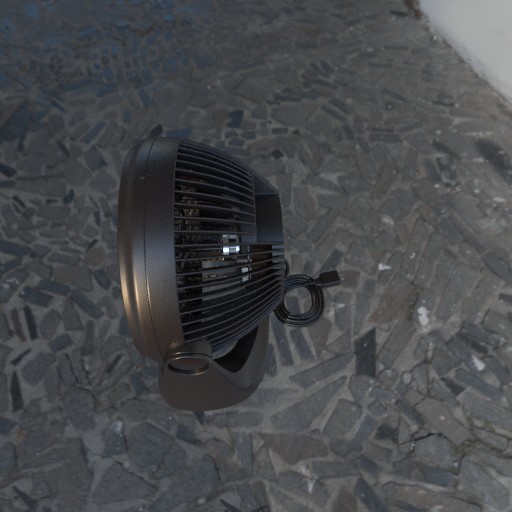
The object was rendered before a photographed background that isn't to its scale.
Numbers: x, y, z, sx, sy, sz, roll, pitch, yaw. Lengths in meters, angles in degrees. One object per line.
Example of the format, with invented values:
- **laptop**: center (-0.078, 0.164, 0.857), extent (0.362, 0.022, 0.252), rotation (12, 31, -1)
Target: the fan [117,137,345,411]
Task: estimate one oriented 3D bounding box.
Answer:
- **fan**: center (0.000, 0.000, 0.497), extent (0.256, 0.277, 0.273), rotation (-3, 59, -2)
